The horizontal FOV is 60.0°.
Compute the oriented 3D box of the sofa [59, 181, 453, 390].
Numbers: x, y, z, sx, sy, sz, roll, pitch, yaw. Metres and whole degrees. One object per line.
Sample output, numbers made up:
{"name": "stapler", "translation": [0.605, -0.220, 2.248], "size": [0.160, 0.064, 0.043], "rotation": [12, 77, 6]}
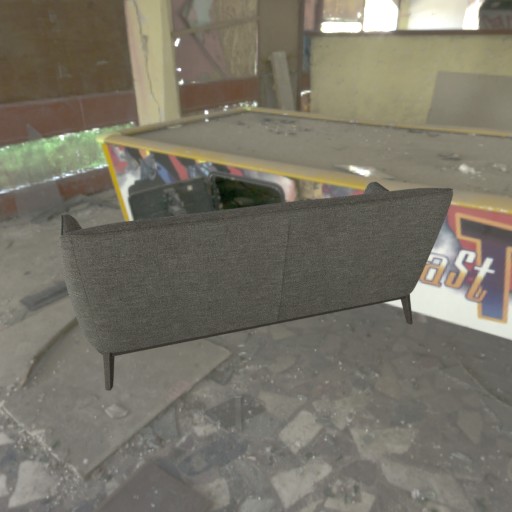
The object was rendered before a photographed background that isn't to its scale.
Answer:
{"name": "sofa", "translation": [0.000, 0.000, 2.373], "size": [1.928, 0.829, 0.867], "rotation": [-8, 27, -17]}
